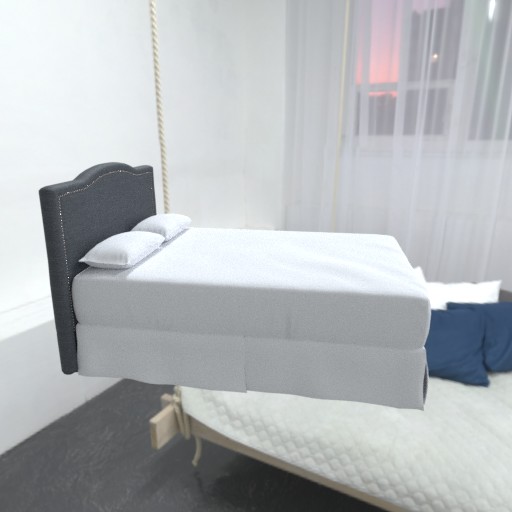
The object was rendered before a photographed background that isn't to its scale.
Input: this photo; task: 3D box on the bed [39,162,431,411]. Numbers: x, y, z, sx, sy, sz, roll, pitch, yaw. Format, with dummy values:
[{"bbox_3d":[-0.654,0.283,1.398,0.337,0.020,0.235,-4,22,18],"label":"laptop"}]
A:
[{"bbox_3d":[0.000,0.000,3.562,2.507,1.441,1.747,3,17,9],"label":"bed"}]
